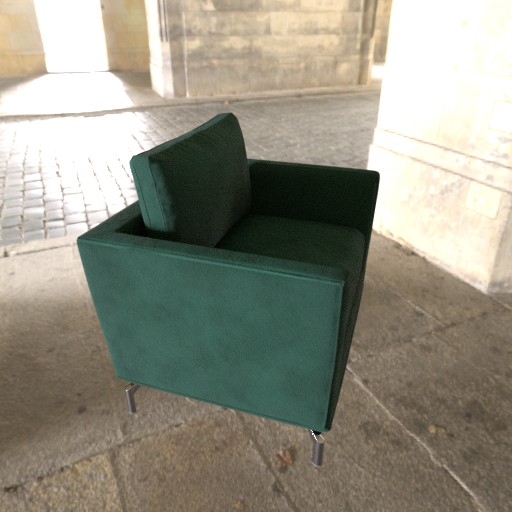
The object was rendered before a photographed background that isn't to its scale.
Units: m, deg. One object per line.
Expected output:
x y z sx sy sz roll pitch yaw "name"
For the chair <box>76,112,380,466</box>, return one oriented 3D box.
0.000 0.000 1.805 0.852 0.997 1.047 9 29 16 "chair"
